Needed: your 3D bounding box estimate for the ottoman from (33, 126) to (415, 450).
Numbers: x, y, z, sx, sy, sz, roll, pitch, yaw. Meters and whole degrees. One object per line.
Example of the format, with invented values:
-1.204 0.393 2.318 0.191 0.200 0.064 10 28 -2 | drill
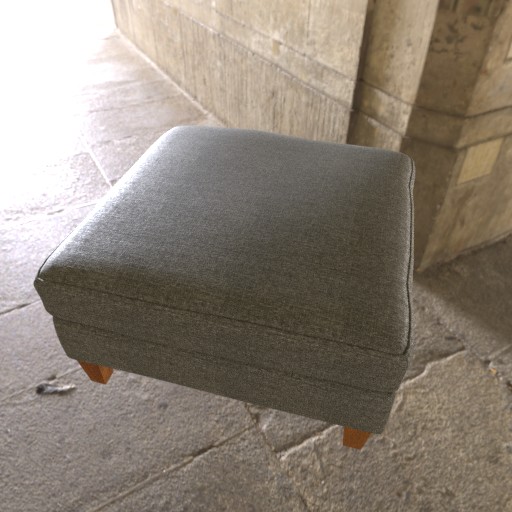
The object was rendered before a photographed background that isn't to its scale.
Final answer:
0.000 0.000 1.314 0.838 0.481 0.838 10 42 11 | ottoman
